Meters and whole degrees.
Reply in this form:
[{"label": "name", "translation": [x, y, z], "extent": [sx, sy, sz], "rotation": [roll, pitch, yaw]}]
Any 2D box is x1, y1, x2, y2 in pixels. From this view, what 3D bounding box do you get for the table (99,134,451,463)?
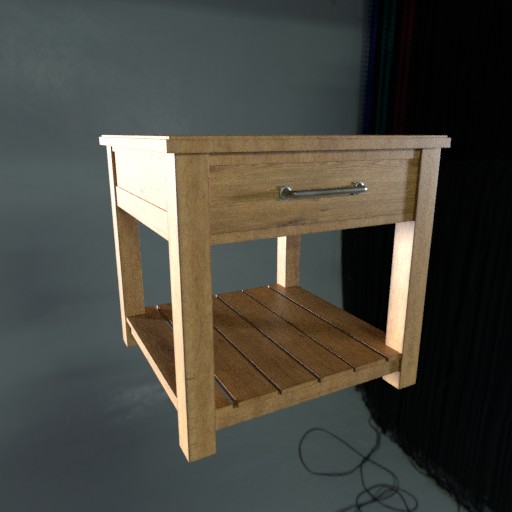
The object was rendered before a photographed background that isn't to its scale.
[{"label": "table", "translation": [0.000, 0.000, 1.128], "extent": [0.616, 0.593, 0.612], "rotation": [-8, 17, -27]}]
